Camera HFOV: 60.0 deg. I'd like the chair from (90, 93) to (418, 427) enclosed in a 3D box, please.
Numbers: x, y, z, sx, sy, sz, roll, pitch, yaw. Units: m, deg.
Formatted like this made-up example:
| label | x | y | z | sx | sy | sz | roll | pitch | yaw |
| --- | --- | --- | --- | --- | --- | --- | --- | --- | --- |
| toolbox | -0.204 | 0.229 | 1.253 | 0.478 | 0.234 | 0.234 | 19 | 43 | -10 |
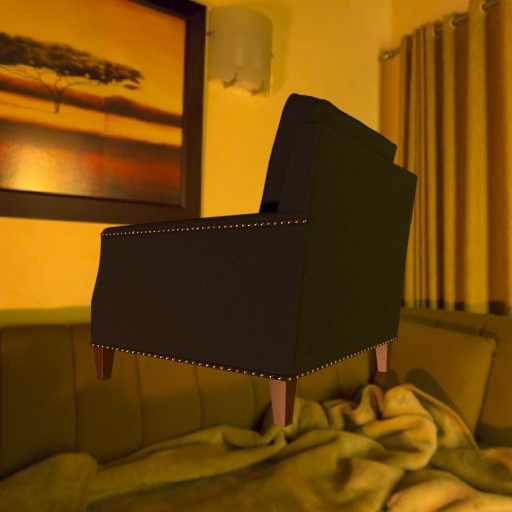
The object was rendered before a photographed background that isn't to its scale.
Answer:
| label | x | y | z | sx | sy | sz | roll | pitch | yaw |
| --- | --- | --- | --- | --- | --- | --- | --- | --- | --- |
| chair | 0.000 | 0.000 | 1.750 | 1.014 | 0.943 | 0.853 | -1 | -2 | 36 |
